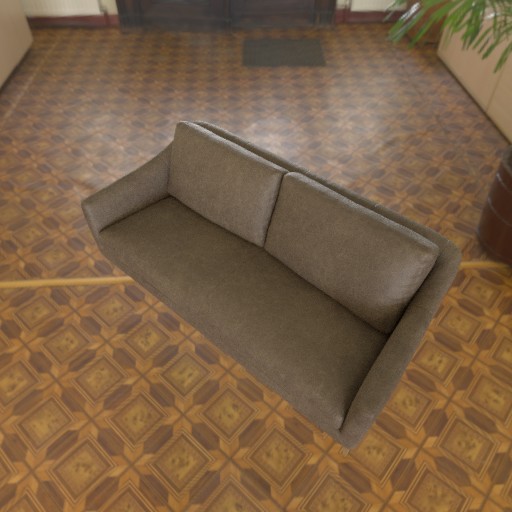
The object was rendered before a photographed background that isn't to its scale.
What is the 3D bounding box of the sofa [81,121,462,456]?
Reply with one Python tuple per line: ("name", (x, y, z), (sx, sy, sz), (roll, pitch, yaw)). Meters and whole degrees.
("sofa", (0.000, 0.000, 2.551), (2.036, 0.902, 0.960), (32, 54, 27))
